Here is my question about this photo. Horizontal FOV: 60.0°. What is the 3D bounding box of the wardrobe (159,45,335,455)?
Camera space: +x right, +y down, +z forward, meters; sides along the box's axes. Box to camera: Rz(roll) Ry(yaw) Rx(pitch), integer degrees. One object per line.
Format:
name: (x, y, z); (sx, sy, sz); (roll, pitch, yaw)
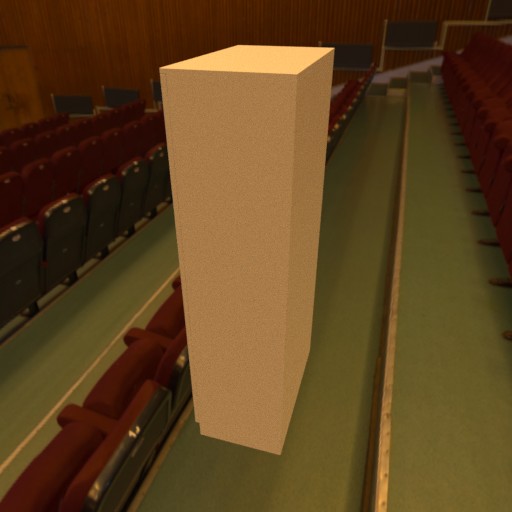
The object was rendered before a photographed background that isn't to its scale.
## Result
wardrobe: (0.000, 0.000, 2.056); (0.470, 1.700, 0.760); (9, 31, 14)
